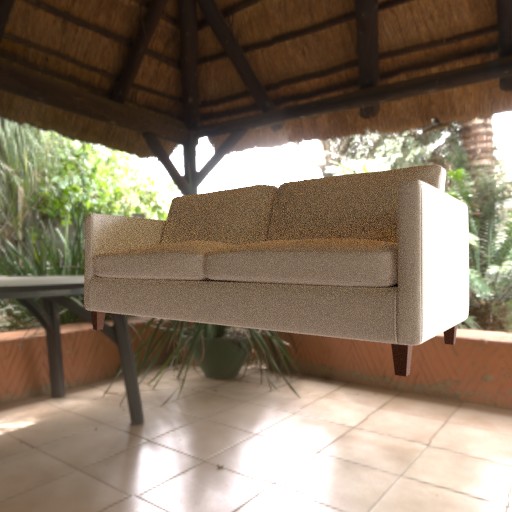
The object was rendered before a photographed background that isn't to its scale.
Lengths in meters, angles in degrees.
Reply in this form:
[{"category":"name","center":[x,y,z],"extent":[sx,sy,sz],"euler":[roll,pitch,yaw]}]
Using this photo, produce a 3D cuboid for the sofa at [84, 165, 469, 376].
[{"category":"sofa","center":[0.000,0.000,2.591],"extent":[2.139,0.933,0.924],"euler":[-1,-1,36]}]
